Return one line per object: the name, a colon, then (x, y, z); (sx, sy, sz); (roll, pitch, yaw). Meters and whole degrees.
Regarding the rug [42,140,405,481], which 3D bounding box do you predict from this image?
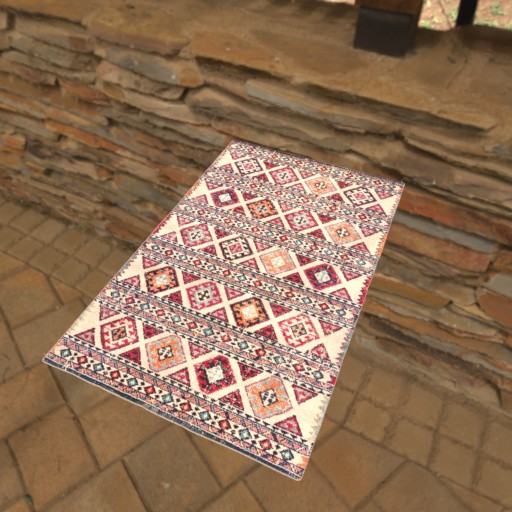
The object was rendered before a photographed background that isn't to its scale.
rug: (0.000, 0.000, 3.014); (1.545, 0.010, 2.440); (18, 50, 16)
